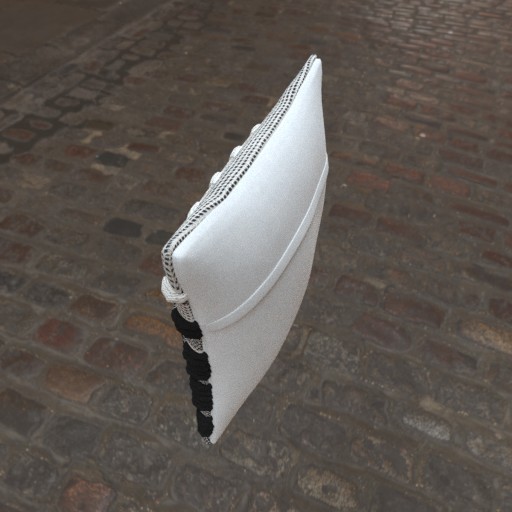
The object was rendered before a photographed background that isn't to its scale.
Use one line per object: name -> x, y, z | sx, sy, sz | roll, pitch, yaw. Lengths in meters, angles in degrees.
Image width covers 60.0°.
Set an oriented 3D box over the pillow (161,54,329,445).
pillow -> 0.000, 0.000, 0.666 | 0.156, 0.438, 0.436 | 17, 49, 15
